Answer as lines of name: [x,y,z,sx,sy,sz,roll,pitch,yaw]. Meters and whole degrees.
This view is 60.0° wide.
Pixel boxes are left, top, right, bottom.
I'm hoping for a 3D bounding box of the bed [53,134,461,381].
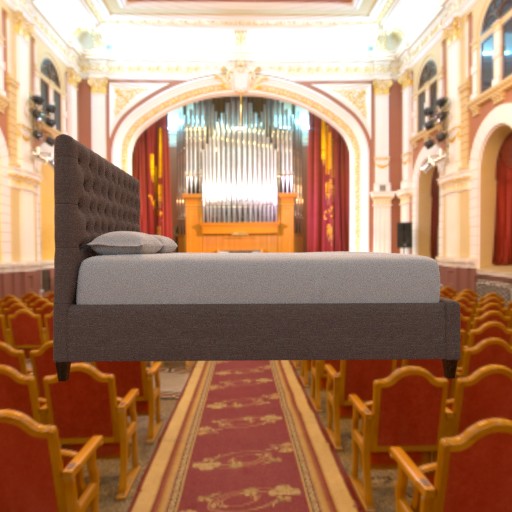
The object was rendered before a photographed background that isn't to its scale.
bed: [0.000,0.000,3.401,2.387,1.427,1.698,0,1,-1]
